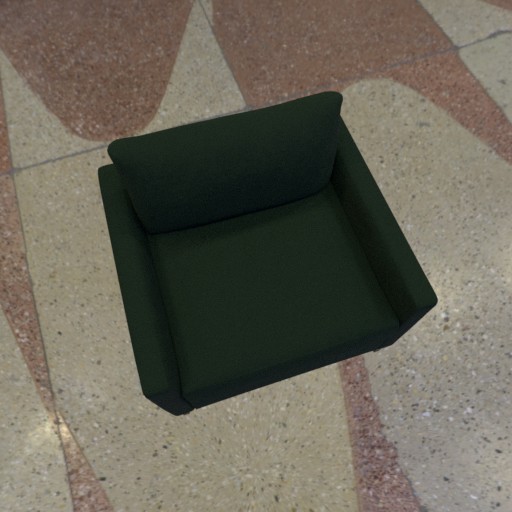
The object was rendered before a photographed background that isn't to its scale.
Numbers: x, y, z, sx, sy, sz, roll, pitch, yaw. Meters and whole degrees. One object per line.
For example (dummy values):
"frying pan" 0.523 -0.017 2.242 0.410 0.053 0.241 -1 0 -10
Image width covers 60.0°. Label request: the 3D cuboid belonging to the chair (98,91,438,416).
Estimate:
"chair" 0.000 0.000 1.649 0.963 0.861 0.866 -16 65 -8
